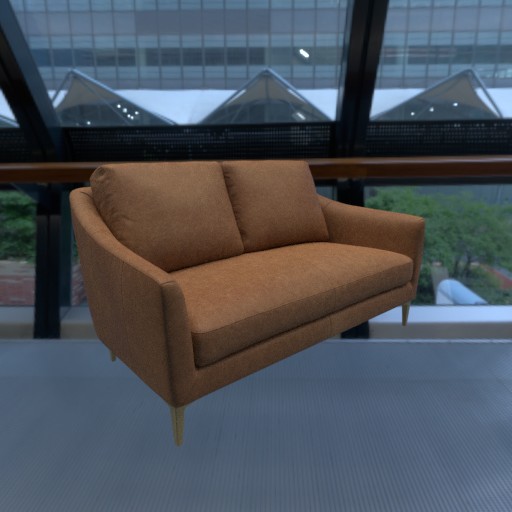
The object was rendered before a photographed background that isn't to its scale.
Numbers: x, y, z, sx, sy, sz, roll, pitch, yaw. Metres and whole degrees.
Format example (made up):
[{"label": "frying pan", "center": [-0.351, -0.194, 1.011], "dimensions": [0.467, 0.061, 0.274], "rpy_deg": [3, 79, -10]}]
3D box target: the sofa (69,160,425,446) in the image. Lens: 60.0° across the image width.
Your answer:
[{"label": "sofa", "center": [0.000, 0.000, 2.175], "dimensions": [1.619, 0.902, 0.960], "rpy_deg": [-13, 19, -42]}]
